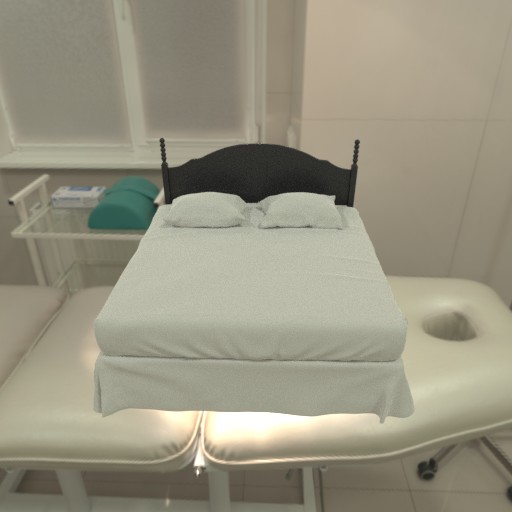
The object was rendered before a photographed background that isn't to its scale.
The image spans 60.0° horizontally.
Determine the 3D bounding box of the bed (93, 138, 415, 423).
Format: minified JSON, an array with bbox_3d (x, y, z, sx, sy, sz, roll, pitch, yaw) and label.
[{"bbox_3d":[0.000,0.000,3.607,2.322,1.355,2.219,1,29,2],"label":"bed"}]
